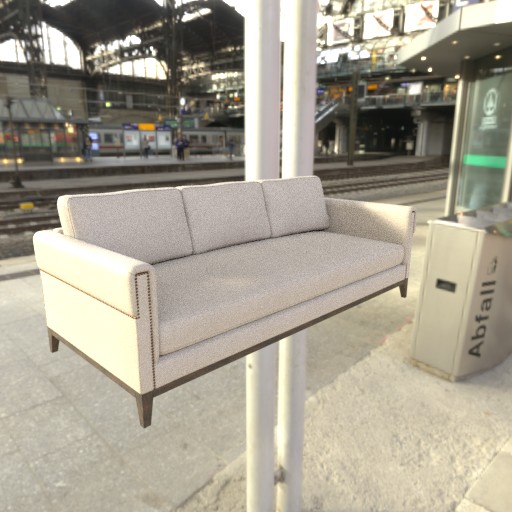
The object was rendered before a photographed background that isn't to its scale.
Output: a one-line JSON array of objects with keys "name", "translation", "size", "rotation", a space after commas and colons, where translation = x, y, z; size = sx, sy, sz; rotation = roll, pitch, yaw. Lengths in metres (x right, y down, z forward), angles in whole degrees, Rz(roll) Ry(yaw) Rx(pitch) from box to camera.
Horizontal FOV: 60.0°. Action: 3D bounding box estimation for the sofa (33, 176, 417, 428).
[{"name": "sofa", "translation": [0.000, 0.000, 2.683], "size": [0.959, 0.838, 2.210], "rotation": [14, 20, 43]}]
